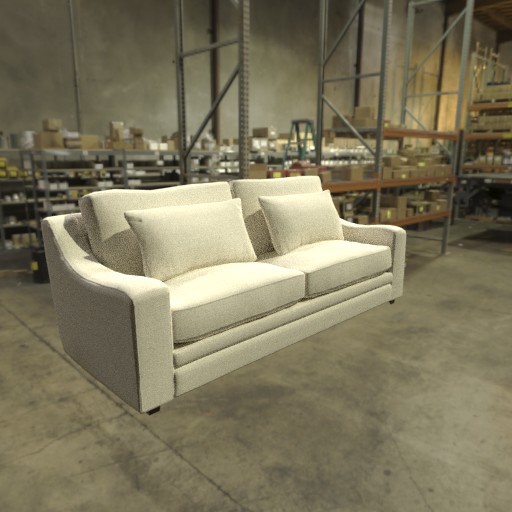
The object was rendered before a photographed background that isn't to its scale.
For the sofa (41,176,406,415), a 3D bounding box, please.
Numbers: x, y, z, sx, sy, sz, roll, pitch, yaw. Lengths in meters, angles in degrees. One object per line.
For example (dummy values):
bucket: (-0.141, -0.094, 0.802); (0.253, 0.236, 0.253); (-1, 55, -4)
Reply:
sofa: (0.000, 0.000, 3.083); (2.470, 1.022, 1.009); (-13, 18, -43)
